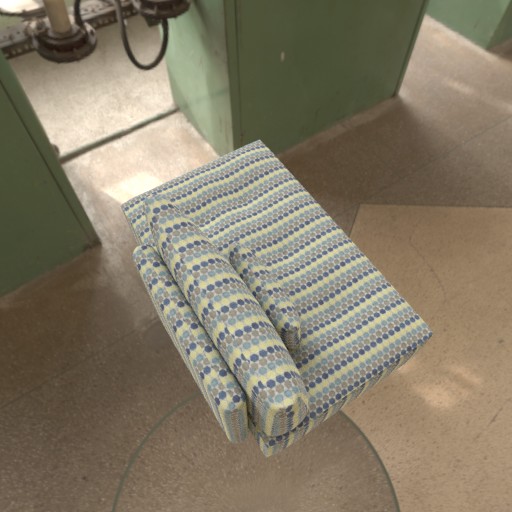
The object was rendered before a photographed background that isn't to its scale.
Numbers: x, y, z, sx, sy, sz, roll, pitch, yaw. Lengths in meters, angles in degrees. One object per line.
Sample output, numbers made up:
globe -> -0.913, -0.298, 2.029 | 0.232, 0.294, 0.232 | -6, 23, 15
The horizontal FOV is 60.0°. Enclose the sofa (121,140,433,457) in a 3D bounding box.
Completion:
sofa -> 0.000, 0.000, 2.048 | 1.000, 0.820, 1.450 | -29, 63, -16
